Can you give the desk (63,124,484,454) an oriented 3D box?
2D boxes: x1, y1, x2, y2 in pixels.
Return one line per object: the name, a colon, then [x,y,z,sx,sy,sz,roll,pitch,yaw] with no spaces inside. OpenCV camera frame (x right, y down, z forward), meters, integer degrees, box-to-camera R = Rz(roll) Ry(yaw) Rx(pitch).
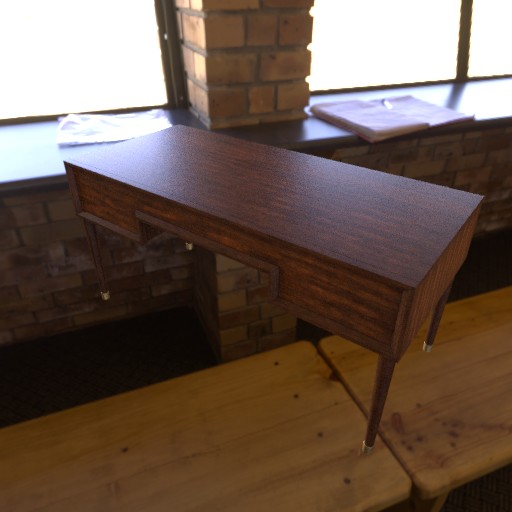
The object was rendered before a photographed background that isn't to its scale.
desk: [0.000,0.000,1.994,1.575,0.762,0.724,22,38,30]
